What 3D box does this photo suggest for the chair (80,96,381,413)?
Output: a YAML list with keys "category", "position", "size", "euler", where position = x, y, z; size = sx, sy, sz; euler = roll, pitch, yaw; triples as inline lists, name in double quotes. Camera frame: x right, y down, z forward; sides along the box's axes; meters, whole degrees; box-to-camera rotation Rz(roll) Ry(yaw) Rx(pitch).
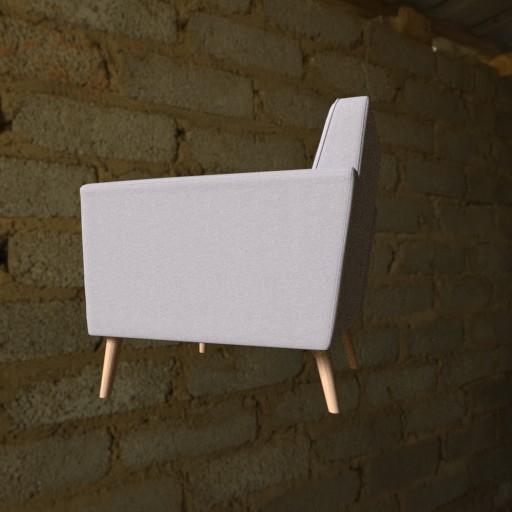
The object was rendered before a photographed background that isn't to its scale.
- category: "chair"
  position: [0.000, 0.000, 1.419]
  size: [0.750, 0.780, 0.780]
  euler: [0, -1, 19]
